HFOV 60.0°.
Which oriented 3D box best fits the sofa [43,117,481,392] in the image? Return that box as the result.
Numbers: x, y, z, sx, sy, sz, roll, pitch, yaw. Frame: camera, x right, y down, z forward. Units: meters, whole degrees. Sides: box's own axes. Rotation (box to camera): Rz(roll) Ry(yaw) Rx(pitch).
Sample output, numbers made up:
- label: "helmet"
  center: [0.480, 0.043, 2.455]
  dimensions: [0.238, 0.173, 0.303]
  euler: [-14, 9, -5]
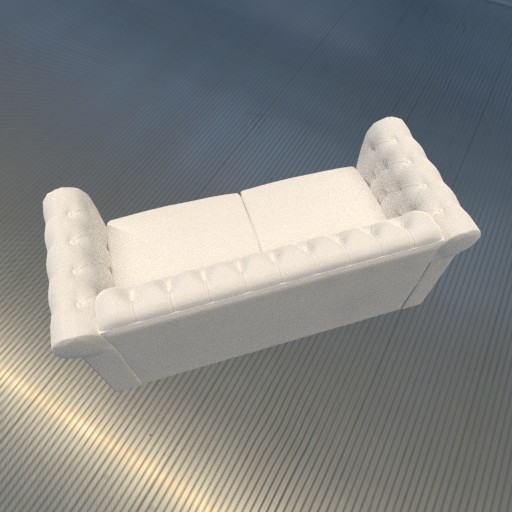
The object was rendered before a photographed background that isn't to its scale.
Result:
- label: "sofa"
  center: [0.000, 0.000, 2.224]
  dimensions: [1.798, 0.796, 0.771]
  euler: [-14, 59, -9]
